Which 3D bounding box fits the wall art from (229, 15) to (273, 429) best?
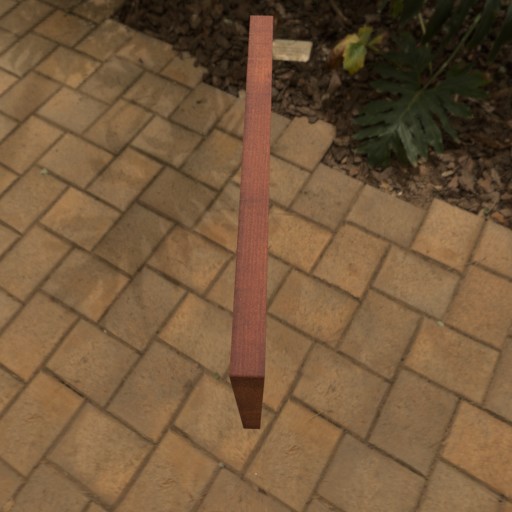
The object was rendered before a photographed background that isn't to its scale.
[{"bbox_3d":[0.000,0.000,0.826,0.037,0.572,0.554,2,64,1],"label":"wall art"}]
